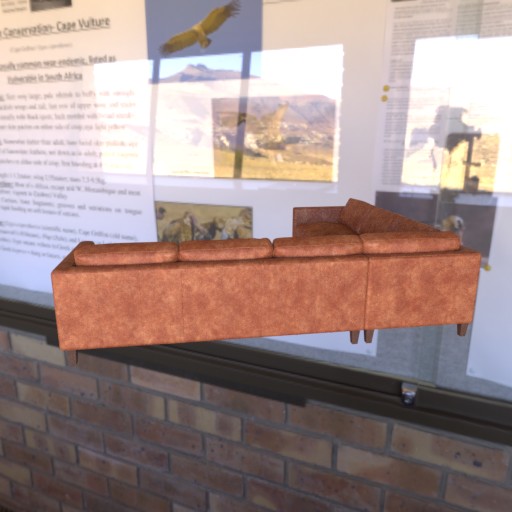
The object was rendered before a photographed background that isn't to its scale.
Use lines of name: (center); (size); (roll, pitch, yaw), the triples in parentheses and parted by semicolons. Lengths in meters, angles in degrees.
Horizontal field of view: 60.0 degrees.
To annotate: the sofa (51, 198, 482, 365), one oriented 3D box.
sofa: (0.000, 0.000, 4.397); (3.150, 0.838, 2.438); (-2, 15, -9)
